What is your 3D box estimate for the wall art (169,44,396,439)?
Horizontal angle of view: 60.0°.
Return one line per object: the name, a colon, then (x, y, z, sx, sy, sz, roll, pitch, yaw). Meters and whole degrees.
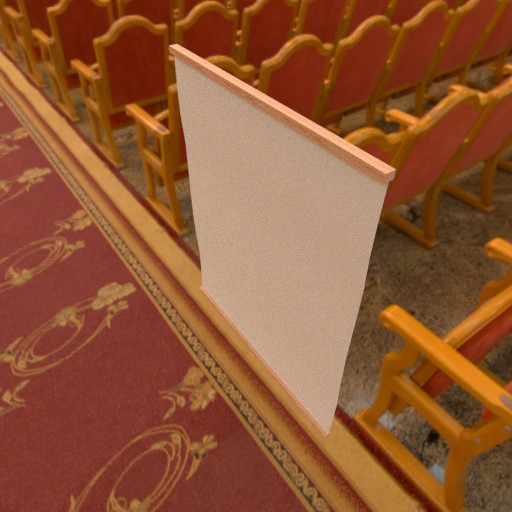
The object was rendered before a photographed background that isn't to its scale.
wall art: (0.000, 0.000, 0.679, 0.013, 0.508, 0.406, -26, 49, -25)
